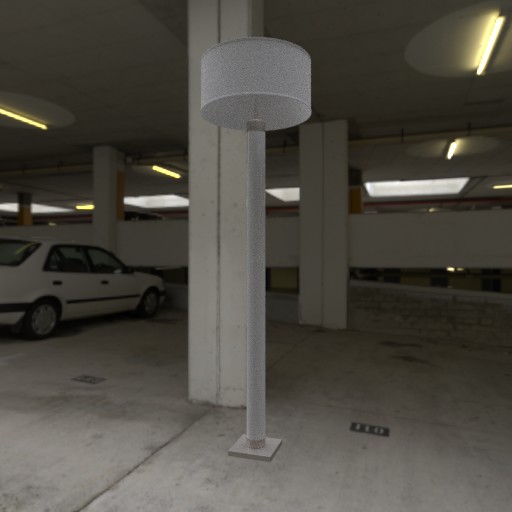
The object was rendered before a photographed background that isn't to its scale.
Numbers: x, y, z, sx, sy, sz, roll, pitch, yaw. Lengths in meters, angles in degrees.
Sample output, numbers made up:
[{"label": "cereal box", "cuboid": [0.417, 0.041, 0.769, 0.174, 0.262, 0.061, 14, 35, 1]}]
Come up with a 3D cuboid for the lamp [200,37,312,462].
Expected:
[{"label": "lamp", "cuboid": [0.000, 0.000, 1.682, 0.420, 1.475, 0.420, 0, 0, 18]}]
